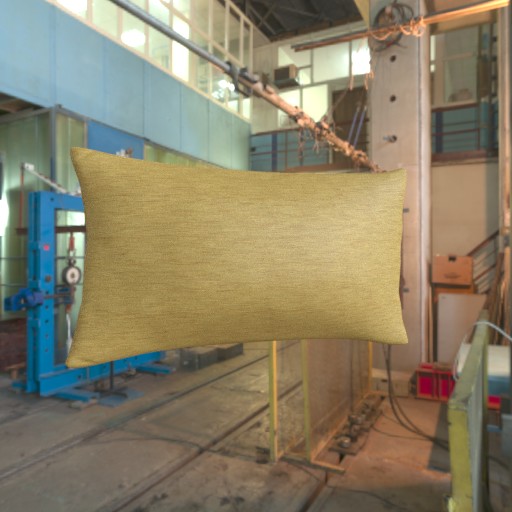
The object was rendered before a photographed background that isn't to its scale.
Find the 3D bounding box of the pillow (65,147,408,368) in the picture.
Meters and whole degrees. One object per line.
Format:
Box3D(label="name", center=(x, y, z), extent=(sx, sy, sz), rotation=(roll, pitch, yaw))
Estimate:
Box3D(label="pillow", center=(0.000, 0.000, 0.802), extent=(0.634, 0.354, 0.210), rotation=(0, 0, -18))
